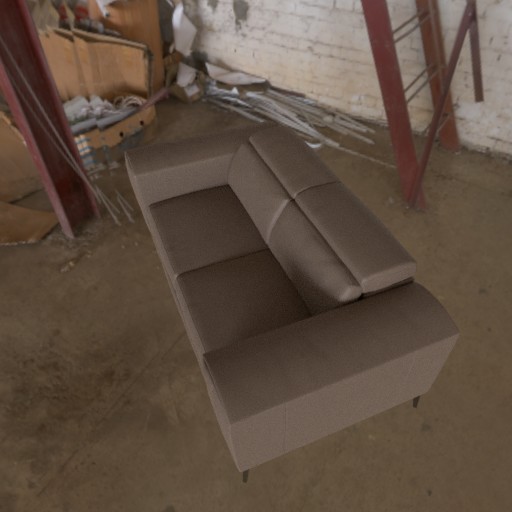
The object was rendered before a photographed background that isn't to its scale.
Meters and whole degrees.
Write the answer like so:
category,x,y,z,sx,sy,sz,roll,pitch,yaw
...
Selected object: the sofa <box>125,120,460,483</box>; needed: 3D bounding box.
category,x,y,z,sx,sy,sz,roll,pitch,yaw
sofa,0.000,0.000,2.387,1.003,0.779,1.895,-16,47,-16
